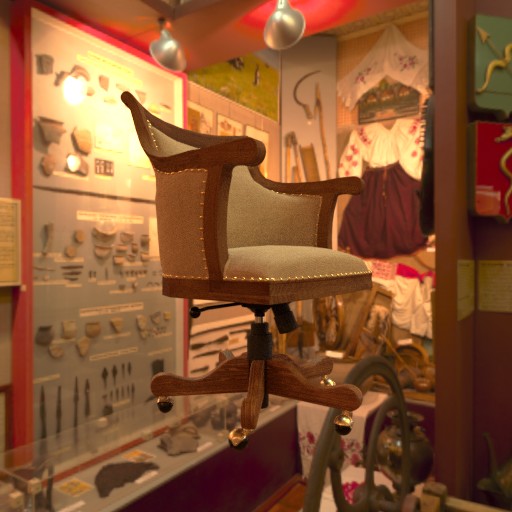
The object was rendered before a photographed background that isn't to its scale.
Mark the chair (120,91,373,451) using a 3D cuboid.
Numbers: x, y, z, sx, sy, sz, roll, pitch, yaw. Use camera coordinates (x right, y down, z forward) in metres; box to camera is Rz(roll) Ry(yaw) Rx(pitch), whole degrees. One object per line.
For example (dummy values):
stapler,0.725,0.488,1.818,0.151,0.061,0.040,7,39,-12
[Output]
chair,0.000,0.000,1.391,0.689,0.965,0.656,0,0,35
